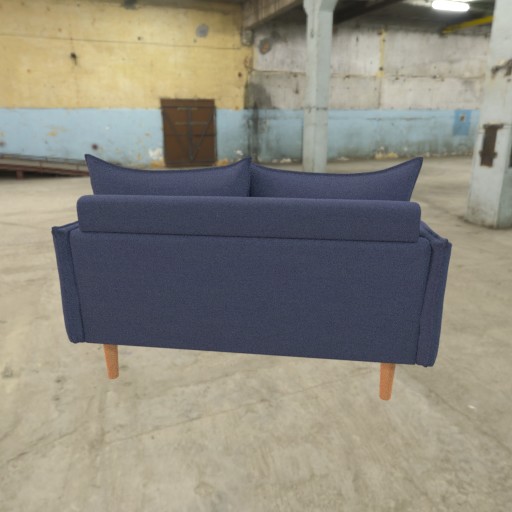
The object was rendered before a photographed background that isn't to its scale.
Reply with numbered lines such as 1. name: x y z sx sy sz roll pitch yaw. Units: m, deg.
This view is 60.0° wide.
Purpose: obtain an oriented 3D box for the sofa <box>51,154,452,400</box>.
1. sofa: 0.000 0.000 1.825 1.300 0.840 0.820 2 16 7
